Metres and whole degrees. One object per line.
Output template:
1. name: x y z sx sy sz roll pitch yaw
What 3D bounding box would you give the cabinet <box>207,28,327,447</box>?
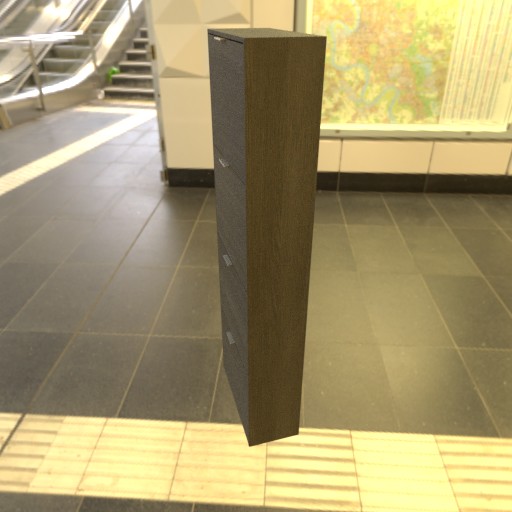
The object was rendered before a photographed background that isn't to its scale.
1. cabinet: 0.000 0.000 1.805 0.255 1.630 0.520 -8 31 -14
